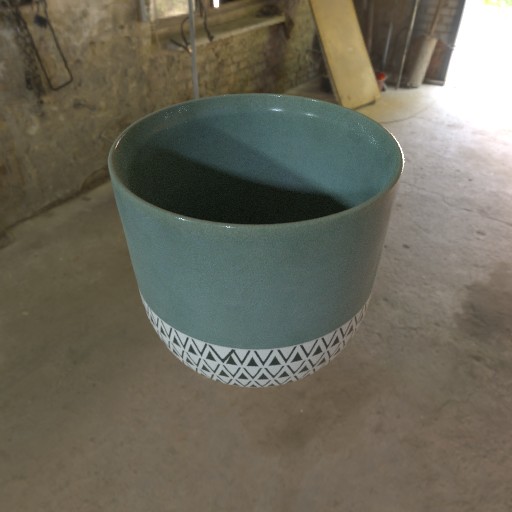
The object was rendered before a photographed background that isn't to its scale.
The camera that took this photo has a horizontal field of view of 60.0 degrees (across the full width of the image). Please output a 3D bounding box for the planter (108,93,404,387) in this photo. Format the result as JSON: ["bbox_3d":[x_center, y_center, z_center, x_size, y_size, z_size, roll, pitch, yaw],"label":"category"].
[{"bbox_3d":[0.000,0.000,0.495,0.266,0.270,0.266,0,39,0],"label":"planter"}]
